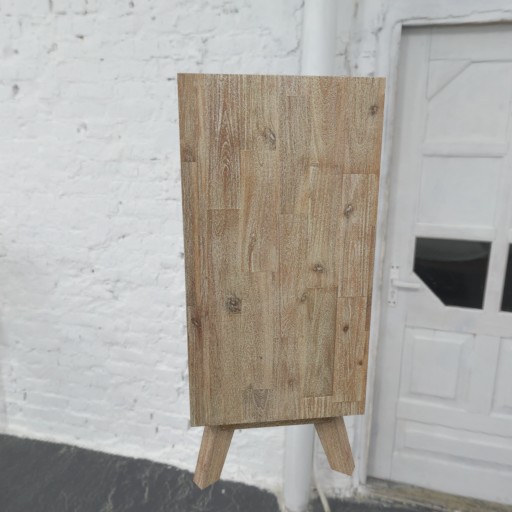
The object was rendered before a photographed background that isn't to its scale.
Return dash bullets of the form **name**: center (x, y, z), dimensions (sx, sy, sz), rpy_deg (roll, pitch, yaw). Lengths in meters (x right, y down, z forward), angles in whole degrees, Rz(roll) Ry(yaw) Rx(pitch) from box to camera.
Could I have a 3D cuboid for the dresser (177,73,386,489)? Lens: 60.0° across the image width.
- **dresser**: center (0.000, 0.000, 1.548), dimensions (0.455, 1.029, 0.998), rpy_deg (-2, 13, -7)
